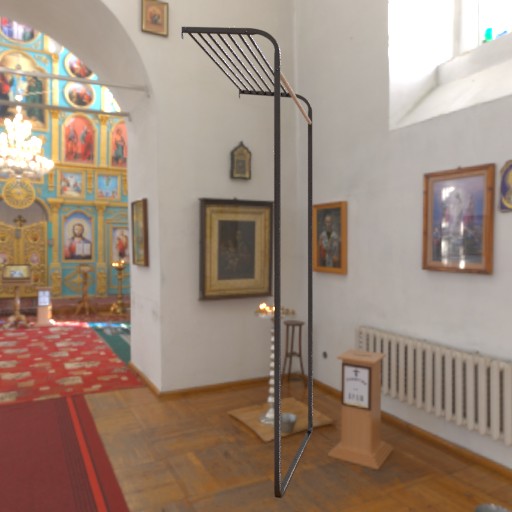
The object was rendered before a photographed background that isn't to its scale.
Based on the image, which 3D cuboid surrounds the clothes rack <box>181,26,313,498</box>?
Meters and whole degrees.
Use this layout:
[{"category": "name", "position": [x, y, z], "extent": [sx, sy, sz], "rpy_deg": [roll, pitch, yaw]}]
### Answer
[{"category": "clothes rack", "position": [0.000, 0.000, 1.754], "extent": [0.349, 1.574, 0.609], "rpy_deg": [0, 0, 17]}]
